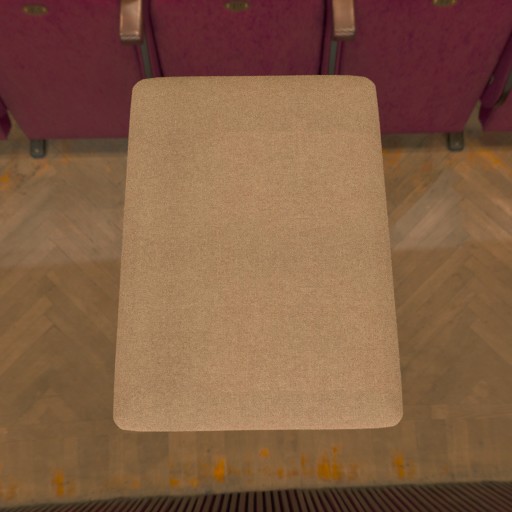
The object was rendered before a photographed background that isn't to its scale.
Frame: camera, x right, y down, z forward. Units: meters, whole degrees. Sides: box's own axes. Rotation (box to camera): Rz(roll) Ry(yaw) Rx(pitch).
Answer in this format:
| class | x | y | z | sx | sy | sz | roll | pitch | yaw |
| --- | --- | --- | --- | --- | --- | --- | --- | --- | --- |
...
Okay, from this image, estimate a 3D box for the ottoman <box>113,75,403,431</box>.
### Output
| class | x | y | z | sx | sy | sz | roll | pitch | yaw |
| --- | --- | --- | --- | --- | --- | --- | --- | --- | --- |
| ottoman | 0.000 | 0.000 | 1.170 | 0.610 | 0.478 | 0.823 | -1 | 77 | 0 |
